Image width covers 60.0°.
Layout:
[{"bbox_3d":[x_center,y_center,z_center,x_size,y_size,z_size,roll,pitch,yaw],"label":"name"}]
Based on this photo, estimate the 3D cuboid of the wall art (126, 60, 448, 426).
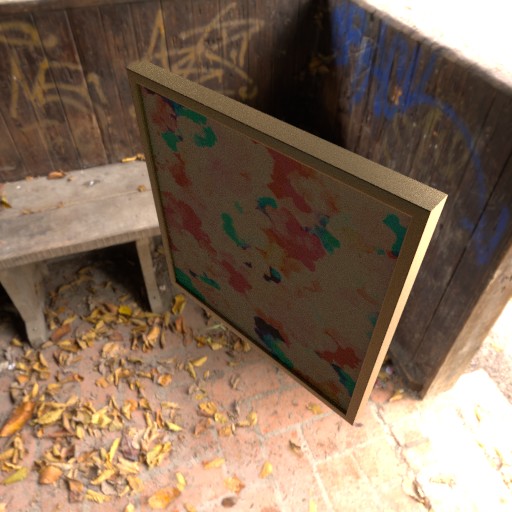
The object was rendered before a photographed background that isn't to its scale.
[{"bbox_3d":[0.000,0.000,0.757,0.510,0.509,0.037,33,54,28],"label":"wall art"}]
